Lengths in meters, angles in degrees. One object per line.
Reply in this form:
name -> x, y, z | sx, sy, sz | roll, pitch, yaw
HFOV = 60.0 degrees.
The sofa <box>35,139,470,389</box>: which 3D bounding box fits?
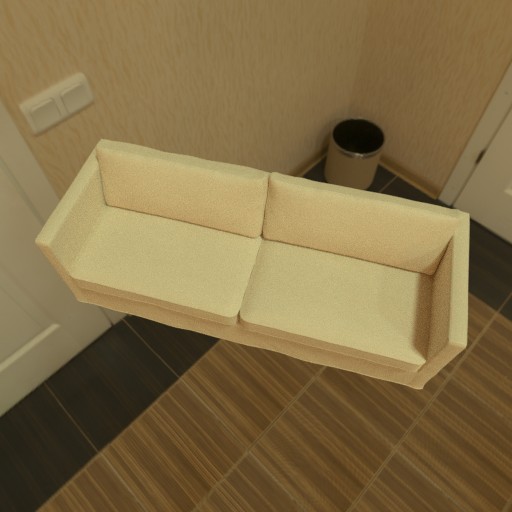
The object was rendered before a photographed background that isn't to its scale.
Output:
sofa -> 0.000, 0.000, 3.228 | 2.779, 0.999, 1.036 | 13, 59, 8
